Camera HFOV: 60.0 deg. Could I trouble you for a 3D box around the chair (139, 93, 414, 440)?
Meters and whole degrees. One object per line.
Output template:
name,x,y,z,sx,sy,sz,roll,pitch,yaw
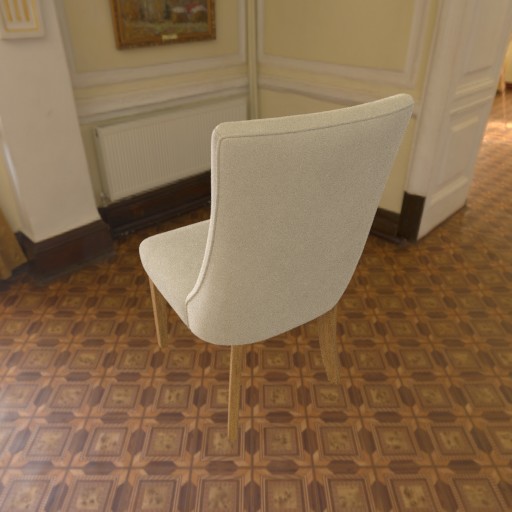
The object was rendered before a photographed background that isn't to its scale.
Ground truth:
chair,0.000,0.000,1.233,0.495,0.902,0.610,-18,36,-27
